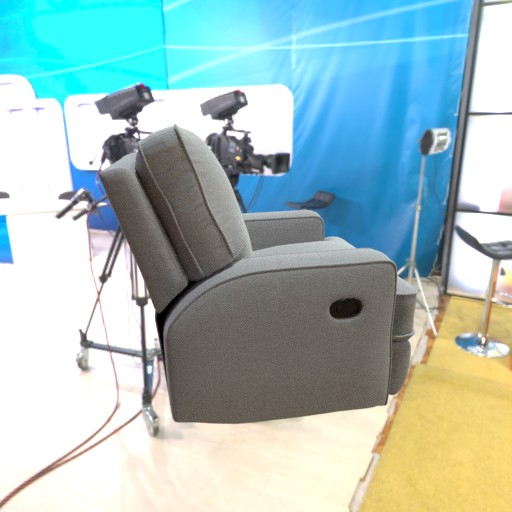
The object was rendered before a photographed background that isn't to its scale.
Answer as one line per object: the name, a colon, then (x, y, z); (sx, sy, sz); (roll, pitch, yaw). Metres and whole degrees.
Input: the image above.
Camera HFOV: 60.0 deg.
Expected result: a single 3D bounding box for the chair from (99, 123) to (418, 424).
chair: (0.000, 0.000, 1.685); (0.969, 0.964, 0.861); (-3, 17, -10)
